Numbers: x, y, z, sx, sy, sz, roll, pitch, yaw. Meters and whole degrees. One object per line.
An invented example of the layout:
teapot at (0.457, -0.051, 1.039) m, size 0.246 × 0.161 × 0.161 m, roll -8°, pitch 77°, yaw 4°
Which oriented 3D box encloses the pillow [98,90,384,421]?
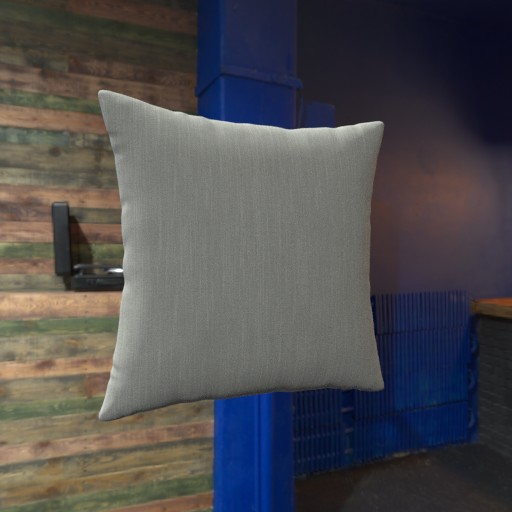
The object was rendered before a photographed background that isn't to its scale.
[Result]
pillow at (0.000, 0.000, 0.760) m, size 0.511 × 0.509 × 0.161 m, roll 0°, pitch 0°, yaw -19°
